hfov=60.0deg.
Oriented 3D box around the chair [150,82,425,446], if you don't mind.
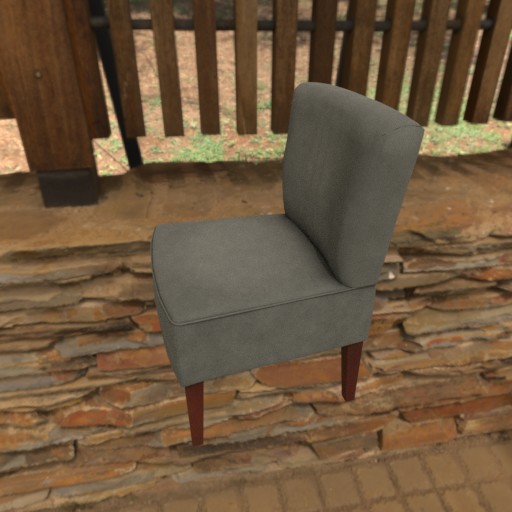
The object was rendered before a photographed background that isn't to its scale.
[{"bbox_3d":[0.000,0.000,1.188,0.554,0.806,0.521,-8,31,-13],"label":"chair"}]
